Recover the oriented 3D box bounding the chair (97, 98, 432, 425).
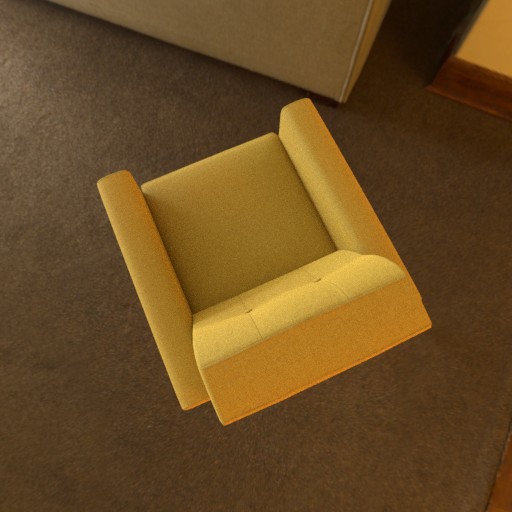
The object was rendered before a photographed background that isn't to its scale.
[{"bbox_3d":[0.000,0.000,1.567,0.831,0.841,0.909,-23,76,-6],"label":"chair"}]
